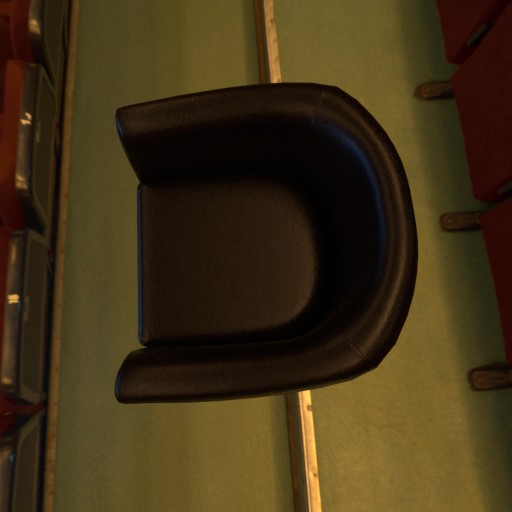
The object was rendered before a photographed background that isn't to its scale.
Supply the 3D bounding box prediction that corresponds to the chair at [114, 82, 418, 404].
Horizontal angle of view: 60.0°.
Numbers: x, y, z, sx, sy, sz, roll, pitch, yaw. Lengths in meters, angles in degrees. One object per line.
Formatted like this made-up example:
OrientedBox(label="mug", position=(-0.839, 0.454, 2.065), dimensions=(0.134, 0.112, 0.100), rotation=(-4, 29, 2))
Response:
OrientedBox(label="chair", position=(0.000, 0.000, 1.350), dimensions=(0.727, 0.756, 0.793), rotation=(-4, 76, -1))
